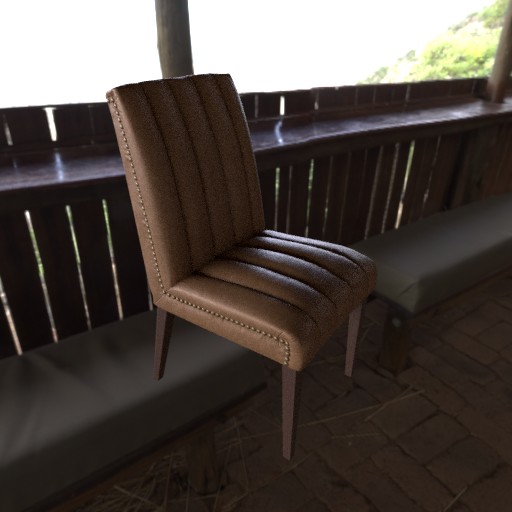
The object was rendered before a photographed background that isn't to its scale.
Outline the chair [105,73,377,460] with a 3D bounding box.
[{"bbox_3d":[0.000,0.000,1.393,0.647,1.016,0.511,18,33,31],"label":"chair"}]
